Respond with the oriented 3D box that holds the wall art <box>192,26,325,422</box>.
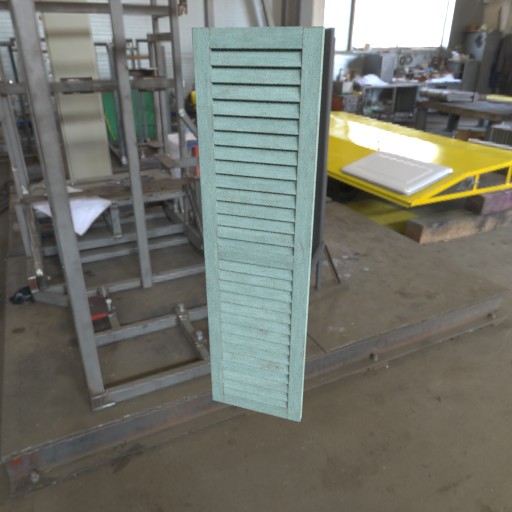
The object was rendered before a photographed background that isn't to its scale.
[{"bbox_3d":[0.000,0.000,1.328,0.329,1.219,0.025,8,27,17],"label":"wall art"}]
